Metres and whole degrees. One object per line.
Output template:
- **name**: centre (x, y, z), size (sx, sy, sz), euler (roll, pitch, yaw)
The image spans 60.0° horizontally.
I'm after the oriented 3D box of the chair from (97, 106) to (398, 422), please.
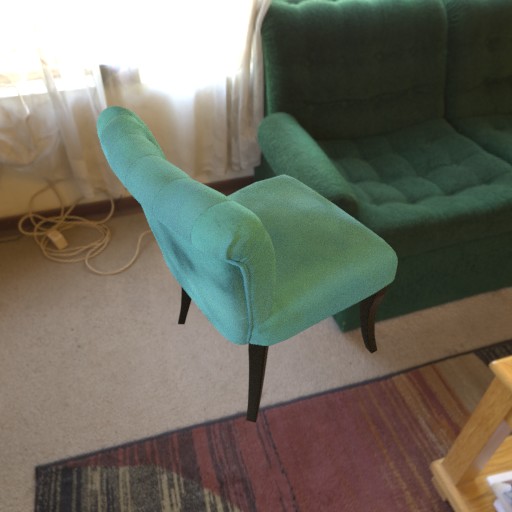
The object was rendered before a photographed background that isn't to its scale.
- **chair**: centre (0.000, 0.000, 1.190), size (0.605, 0.750, 0.582), euler (-24, 46, -26)
